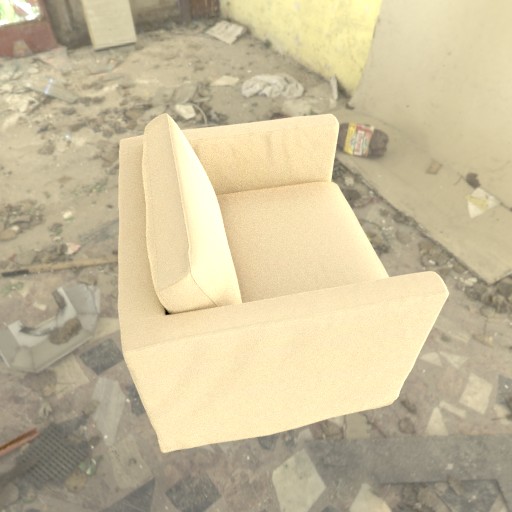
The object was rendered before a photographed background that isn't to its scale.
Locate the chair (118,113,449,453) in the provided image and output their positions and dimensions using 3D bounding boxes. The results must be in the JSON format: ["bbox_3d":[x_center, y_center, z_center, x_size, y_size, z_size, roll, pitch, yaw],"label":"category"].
[{"bbox_3d":[0.000,0.000,1.726,0.947,0.851,1.057,-9,47,-8],"label":"chair"}]
